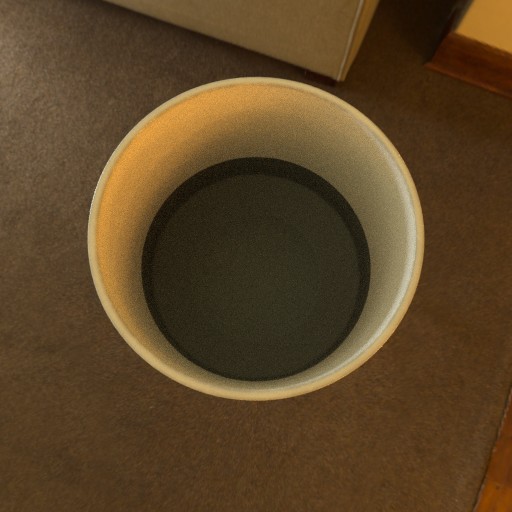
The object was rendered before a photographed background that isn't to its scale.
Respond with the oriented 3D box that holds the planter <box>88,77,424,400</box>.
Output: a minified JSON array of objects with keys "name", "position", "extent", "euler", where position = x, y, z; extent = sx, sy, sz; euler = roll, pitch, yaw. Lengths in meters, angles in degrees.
[{"name":"planter","position":[0.000,0.000,0.220],"extent":[0.128,0.105,0.128],"euler":[0,77,0]}]
